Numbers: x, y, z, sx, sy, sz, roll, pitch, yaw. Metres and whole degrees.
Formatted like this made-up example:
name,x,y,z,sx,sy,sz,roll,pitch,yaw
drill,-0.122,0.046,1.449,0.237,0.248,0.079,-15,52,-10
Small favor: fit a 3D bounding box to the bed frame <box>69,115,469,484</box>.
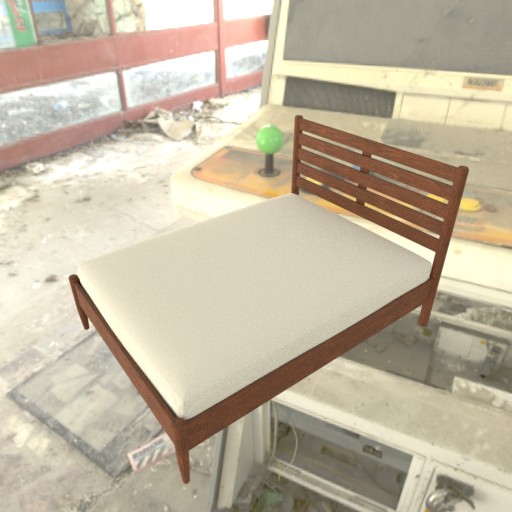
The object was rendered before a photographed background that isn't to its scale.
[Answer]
name,x,y,z,sx,sy,sz,roll,pitch,yaw
bed frame,0.000,0.000,3.186,2.234,1.321,1.655,-22,38,-31
